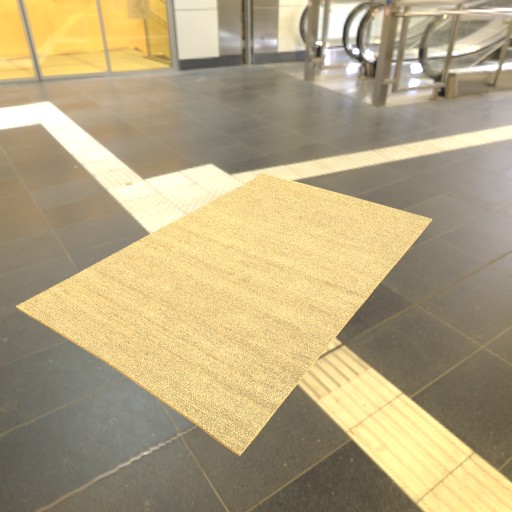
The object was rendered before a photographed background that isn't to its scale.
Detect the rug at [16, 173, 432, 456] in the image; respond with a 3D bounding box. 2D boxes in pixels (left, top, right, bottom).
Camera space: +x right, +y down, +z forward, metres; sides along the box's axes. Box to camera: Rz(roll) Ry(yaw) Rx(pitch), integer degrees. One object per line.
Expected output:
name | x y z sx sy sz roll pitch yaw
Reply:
rug | 0.000 0.000 2.191 1.179 0.022 1.820 21 38 30
